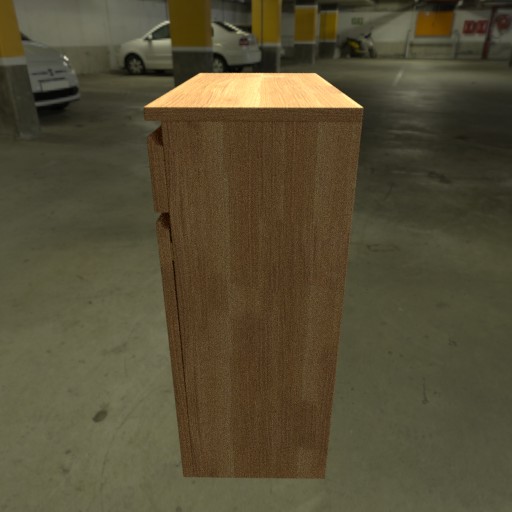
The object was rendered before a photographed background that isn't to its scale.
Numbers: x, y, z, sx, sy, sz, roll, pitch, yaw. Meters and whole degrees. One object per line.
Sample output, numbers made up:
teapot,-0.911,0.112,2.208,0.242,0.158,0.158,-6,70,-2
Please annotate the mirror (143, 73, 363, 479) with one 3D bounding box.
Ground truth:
mirror,0.000,0.000,1.383,0.400,1.000,0.800,0,26,1
